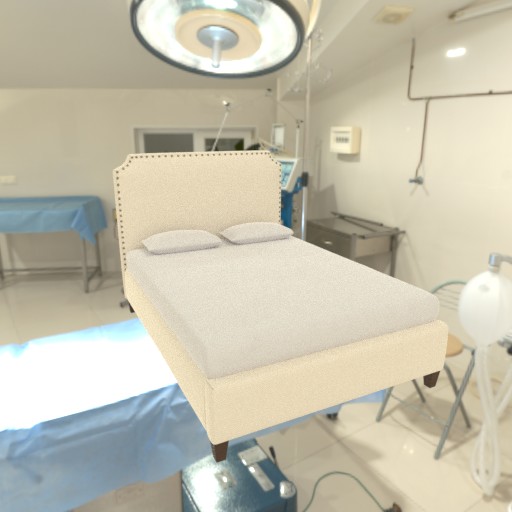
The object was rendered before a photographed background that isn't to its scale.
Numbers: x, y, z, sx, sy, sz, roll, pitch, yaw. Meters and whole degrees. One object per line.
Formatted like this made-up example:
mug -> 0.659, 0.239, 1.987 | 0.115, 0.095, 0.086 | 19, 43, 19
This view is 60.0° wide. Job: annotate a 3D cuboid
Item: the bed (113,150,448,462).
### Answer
bed -> 0.000, 0.000, 3.498 | 1.712, 1.497, 2.372 | -8, 18, -25
